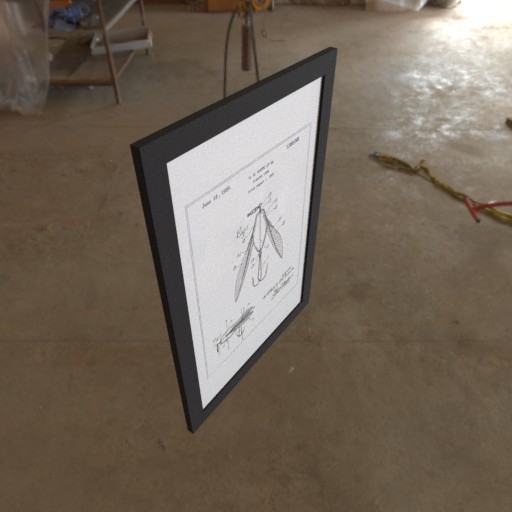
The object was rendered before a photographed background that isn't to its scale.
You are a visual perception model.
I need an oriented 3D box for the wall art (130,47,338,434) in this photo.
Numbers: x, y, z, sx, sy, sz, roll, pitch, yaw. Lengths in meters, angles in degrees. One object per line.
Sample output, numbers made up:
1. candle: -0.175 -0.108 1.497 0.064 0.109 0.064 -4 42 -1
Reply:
1. wall art: 0.000 0.000 0.701 0.013 0.534 0.380 26 47 27
